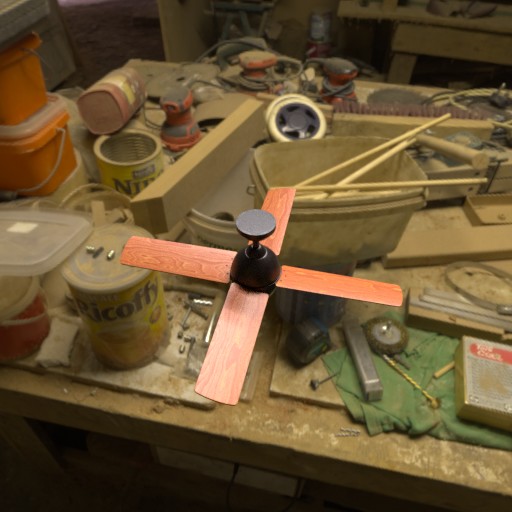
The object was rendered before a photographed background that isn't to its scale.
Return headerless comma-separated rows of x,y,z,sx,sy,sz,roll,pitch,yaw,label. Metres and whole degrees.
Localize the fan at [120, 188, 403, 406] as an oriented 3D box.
0.000,0.000,2.001,1.332,0.403,1.332,9,45,9,fan
